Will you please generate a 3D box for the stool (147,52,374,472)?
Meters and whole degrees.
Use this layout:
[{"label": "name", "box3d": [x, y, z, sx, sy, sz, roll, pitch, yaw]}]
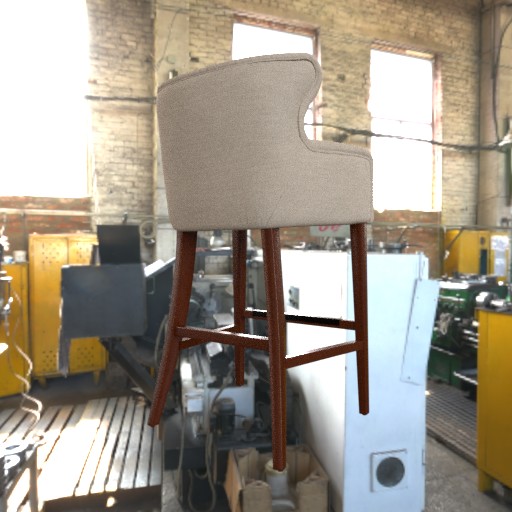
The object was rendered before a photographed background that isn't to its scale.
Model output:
[{"label": "stool", "box3d": [0.000, 0.000, 1.376, 0.556, 1.034, 0.563, 1, 2, 35]}]
